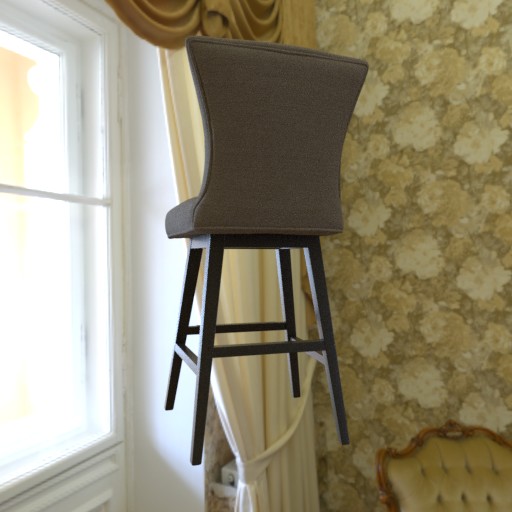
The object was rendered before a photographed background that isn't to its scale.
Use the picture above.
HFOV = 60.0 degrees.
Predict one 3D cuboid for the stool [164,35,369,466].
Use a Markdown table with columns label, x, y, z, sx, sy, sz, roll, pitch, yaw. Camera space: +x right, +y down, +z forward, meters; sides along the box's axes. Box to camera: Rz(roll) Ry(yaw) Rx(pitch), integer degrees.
| label | x | y | z | sx | sy | sz | roll | pitch | yaw |
| --- | --- | --- | --- | --- | --- | --- | --- | --- | --- |
| stool | 0.000 | 0.000 | 1.382 | 0.514 | 1.086 | 0.574 | 0 | 0 | -17 |
